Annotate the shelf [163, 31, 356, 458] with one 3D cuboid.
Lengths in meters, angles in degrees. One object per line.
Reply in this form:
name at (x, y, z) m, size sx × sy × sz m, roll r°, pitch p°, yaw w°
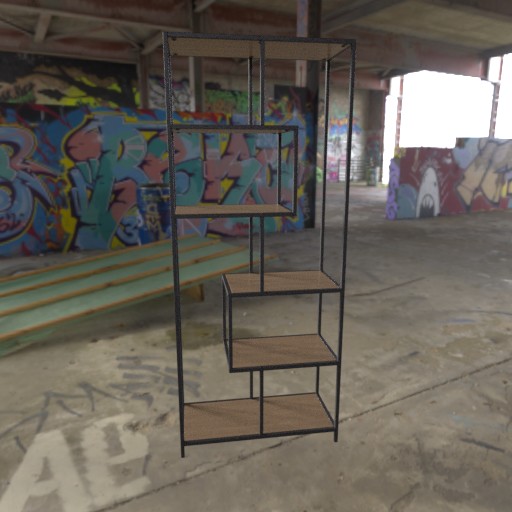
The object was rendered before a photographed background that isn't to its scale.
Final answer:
shelf at (0.000, 0.000, 2.110) m, size 0.770 × 1.850 × 0.350 m, roll -2°, pitch 13°, yaw -9°
